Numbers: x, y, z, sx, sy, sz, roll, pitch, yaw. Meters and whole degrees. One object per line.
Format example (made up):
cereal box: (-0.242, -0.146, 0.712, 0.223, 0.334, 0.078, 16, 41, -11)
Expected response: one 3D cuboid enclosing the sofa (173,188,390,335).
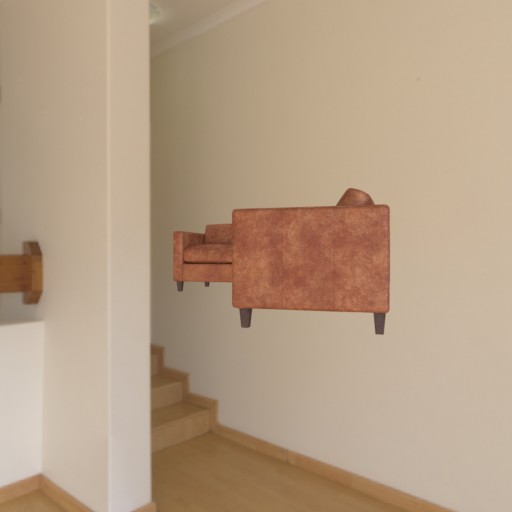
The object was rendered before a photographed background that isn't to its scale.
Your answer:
sofa: (0.000, 0.000, 4.211, 2.438, 0.838, 3.150, 0, 0, 17)
